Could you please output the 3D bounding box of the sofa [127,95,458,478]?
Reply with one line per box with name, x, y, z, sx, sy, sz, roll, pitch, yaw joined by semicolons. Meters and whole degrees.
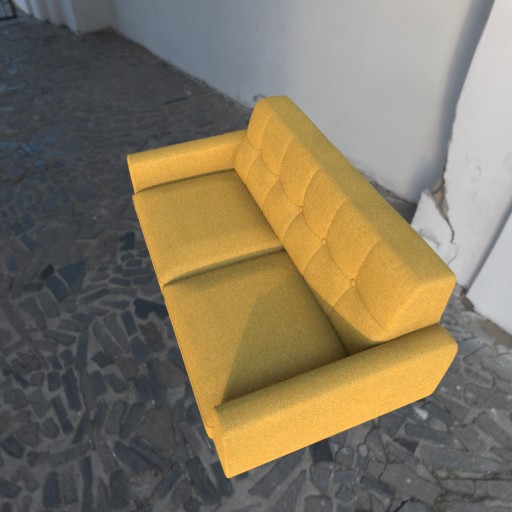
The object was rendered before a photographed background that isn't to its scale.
sofa;0.000;0.000;2.062;0.909;0.841;1.631;-16;48;-15
